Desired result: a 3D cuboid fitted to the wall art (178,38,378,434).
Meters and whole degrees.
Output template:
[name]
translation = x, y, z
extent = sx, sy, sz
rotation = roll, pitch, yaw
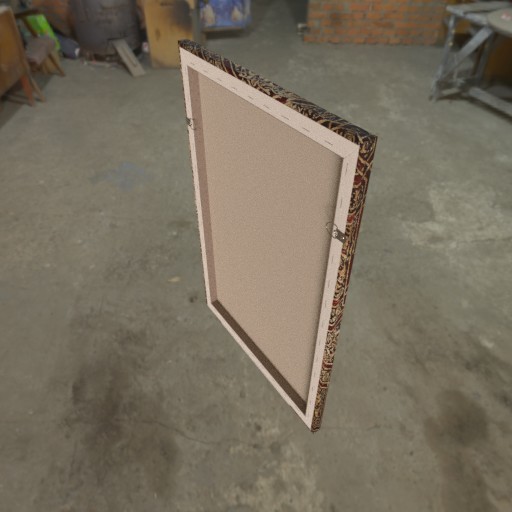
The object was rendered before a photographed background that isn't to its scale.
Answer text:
[wall art]
translation = 0.000, 0.000, 1.144
extent = 0.030, 0.904, 0.599
rotation = -25, 47, -25
